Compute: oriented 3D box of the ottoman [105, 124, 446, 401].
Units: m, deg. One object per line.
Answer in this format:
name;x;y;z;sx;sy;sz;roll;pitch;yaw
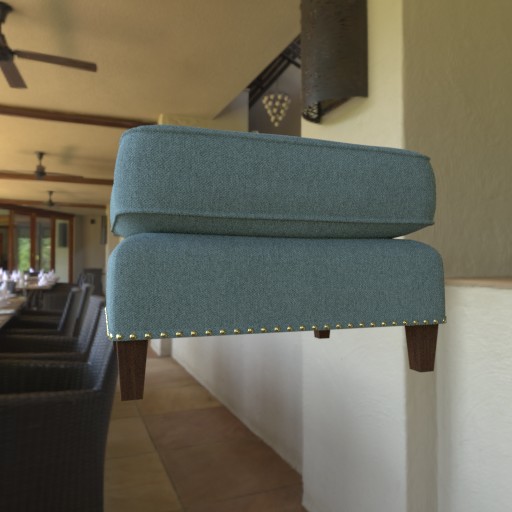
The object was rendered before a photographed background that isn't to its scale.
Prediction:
ottoman;0.000;0.000;1.153;0.738;0.537;0.589;0;-1;-19
